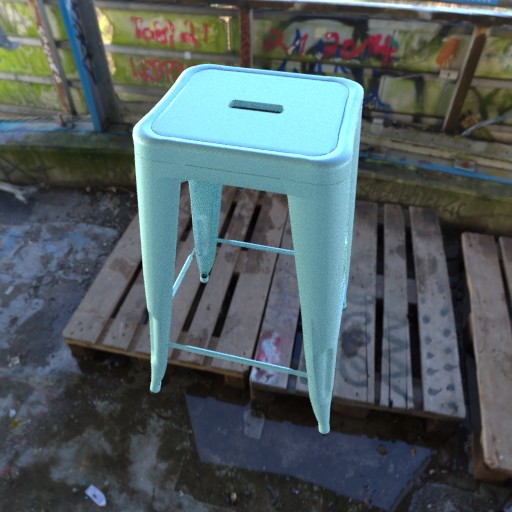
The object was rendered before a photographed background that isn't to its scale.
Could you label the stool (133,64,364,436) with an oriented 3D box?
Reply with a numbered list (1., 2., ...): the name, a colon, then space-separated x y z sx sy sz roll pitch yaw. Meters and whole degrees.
1. stool: 0.000 0.000 0.846 0.399 0.609 0.359 10 46 10
